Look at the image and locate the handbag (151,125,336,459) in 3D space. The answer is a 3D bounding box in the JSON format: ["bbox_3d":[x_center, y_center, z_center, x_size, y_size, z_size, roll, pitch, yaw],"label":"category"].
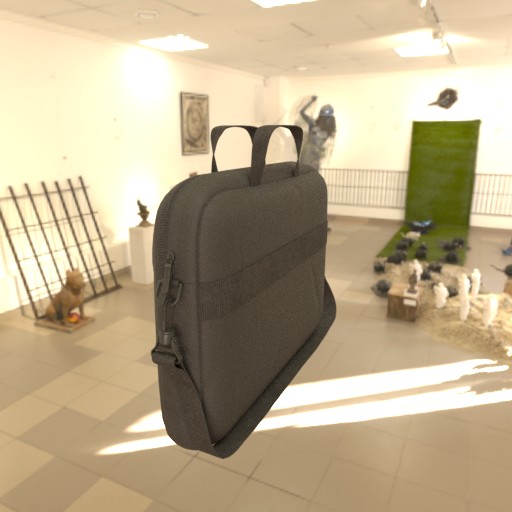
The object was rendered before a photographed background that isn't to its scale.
[{"bbox_3d":[0.000,0.000,0.432,0.089,0.244,0.320,7,17,25],"label":"handbag"}]
